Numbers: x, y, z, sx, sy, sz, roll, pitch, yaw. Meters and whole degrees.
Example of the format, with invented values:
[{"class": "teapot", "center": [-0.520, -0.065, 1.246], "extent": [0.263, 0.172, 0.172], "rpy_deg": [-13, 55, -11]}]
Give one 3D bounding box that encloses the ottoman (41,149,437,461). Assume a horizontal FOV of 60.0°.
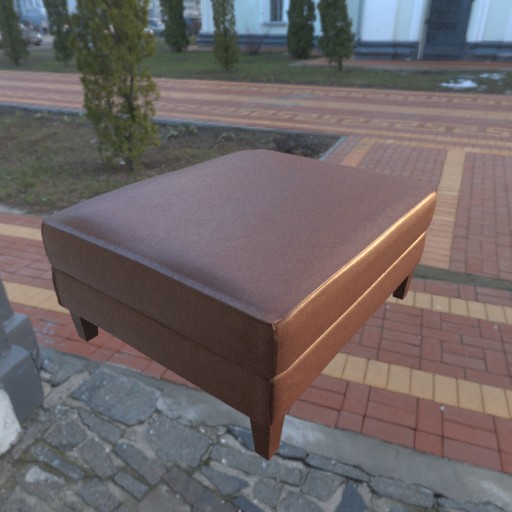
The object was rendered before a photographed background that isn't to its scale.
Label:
[{"class": "ottoman", "center": [0.000, 0.000, 1.444], "extent": [0.836, 0.472, 0.987], "rpy_deg": [19, 34, 32]}]
